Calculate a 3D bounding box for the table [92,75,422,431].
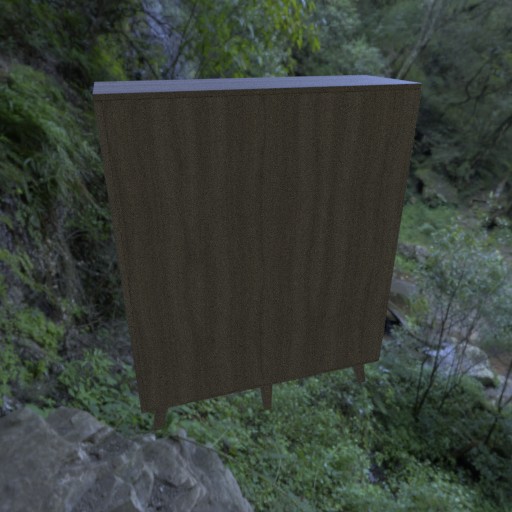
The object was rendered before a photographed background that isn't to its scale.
[{"bbox_3d":[0.000,0.000,1.898,1.111,1.388,0.398,-8,27,-15],"label":"table"}]
